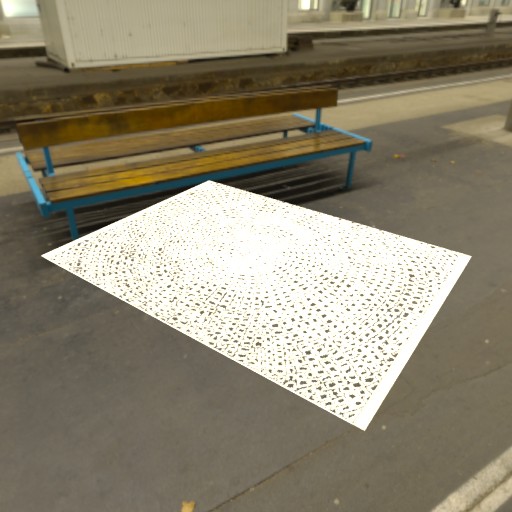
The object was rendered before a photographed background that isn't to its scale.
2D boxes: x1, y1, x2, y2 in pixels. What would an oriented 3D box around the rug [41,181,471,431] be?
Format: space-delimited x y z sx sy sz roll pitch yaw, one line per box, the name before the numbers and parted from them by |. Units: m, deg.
rug | 0.000 0.000 2.081 1.634 0.003 1.190 21 37 30
